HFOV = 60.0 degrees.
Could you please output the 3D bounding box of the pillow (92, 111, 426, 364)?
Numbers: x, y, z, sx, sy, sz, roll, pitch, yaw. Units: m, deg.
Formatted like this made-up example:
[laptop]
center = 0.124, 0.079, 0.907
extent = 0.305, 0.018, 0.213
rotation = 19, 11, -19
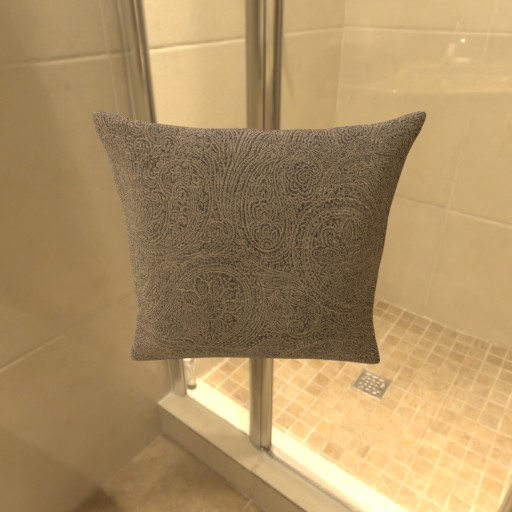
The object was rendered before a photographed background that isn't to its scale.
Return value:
[pillow]
center = 0.000, 0.000, 0.806
extent = 0.523, 0.510, 0.166
rotation = 0, 30, 0
